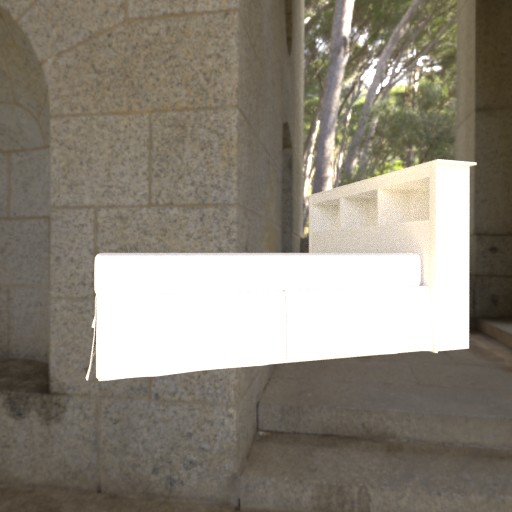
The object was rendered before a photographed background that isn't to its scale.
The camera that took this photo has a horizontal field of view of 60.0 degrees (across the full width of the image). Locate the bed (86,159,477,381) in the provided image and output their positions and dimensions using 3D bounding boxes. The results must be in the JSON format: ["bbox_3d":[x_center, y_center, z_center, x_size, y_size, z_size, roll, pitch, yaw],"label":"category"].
[{"bbox_3d":[0.000,0.000,3.016,2.133,1.092,1.671,0,0,-19],"label":"bed"}]
